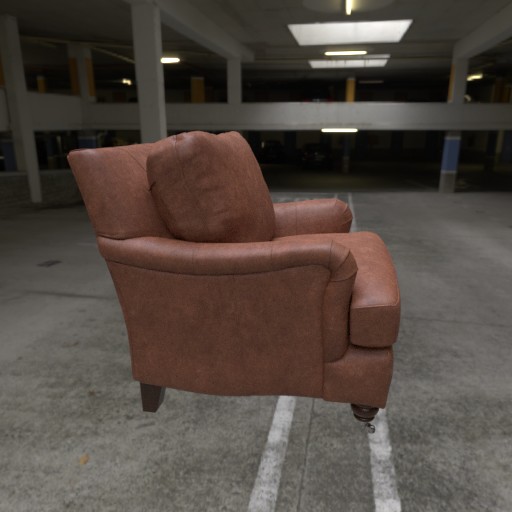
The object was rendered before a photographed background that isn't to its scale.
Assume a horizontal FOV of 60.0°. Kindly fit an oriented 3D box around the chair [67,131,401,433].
[{"bbox_3d":[0.000,0.000,1.934,1.158,1.055,0.986,3,17,10],"label":"chair"}]
